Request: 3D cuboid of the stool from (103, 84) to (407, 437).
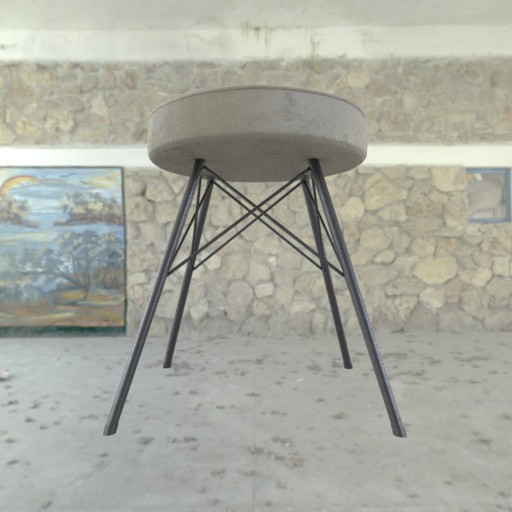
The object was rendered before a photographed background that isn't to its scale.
[{"bbox_3d":[0.000,0.000,0.862,0.457,0.538,0.423,0,0,1],"label":"stool"}]
